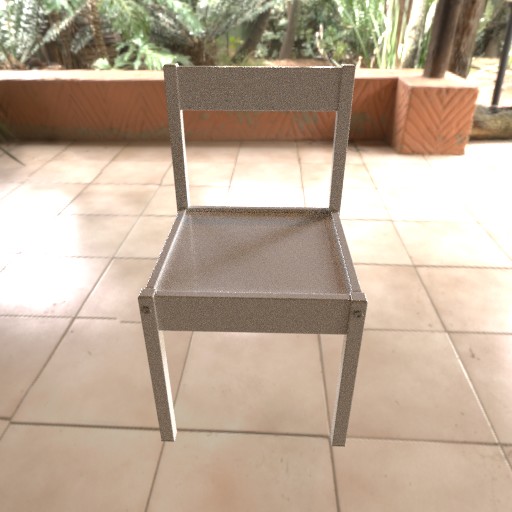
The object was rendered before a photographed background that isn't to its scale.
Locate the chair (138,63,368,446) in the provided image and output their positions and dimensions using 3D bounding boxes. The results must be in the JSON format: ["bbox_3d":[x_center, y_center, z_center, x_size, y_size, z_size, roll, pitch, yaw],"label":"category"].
[{"bbox_3d":[0.000,0.000,0.674,0.285,0.505,0.285,1,31,2],"label":"chair"}]
